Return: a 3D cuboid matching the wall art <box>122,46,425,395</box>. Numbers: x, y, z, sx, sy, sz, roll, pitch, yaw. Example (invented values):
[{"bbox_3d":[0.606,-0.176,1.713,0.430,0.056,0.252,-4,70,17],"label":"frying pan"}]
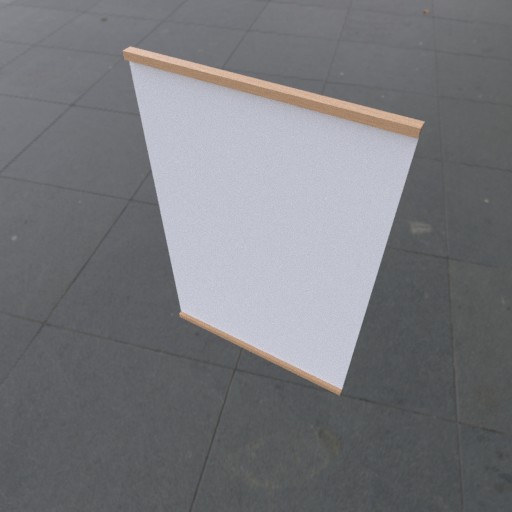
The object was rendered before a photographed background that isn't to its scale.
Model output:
[{"bbox_3d":[0.000,0.000,0.755,0.401,0.611,0.016,22,51,19],"label":"wall art"}]
